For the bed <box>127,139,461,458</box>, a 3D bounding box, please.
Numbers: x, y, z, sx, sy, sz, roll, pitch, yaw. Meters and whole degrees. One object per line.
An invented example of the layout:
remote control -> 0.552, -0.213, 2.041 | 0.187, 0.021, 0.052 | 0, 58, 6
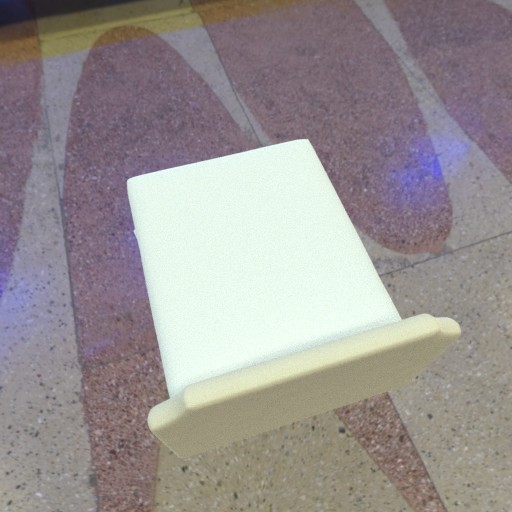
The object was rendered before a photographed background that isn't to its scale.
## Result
bed -> 0.000, 0.000, 3.301 | 1.827, 1.296, 2.209 | -15, 60, -9
